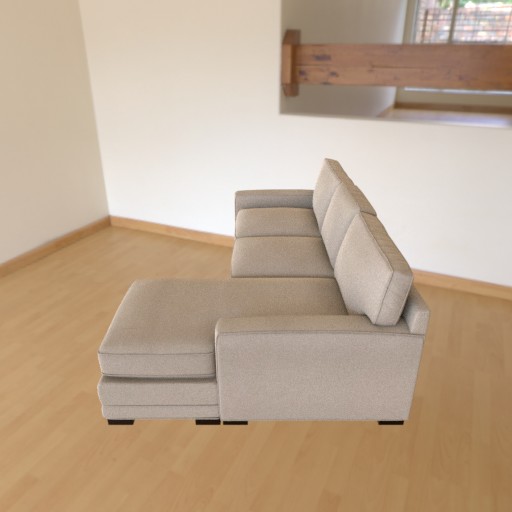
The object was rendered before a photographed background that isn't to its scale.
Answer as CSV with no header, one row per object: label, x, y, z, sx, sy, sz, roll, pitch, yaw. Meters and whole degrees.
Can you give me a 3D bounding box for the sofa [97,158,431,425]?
sofa,0.000,0.000,2.921,1.496,0.861,2.087,0,26,0
